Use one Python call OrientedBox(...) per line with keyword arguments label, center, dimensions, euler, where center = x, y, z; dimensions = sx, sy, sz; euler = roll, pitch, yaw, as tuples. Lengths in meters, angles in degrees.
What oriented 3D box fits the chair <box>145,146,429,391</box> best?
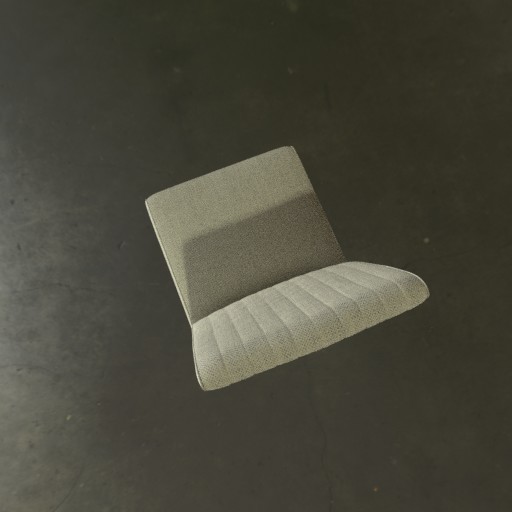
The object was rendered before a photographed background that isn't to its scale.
OrientedBox(label="chair", center=(0.000, 0.000, 1.224), dimensions=(0.480, 0.900, 0.594), euler=(-21, 76, -6))
